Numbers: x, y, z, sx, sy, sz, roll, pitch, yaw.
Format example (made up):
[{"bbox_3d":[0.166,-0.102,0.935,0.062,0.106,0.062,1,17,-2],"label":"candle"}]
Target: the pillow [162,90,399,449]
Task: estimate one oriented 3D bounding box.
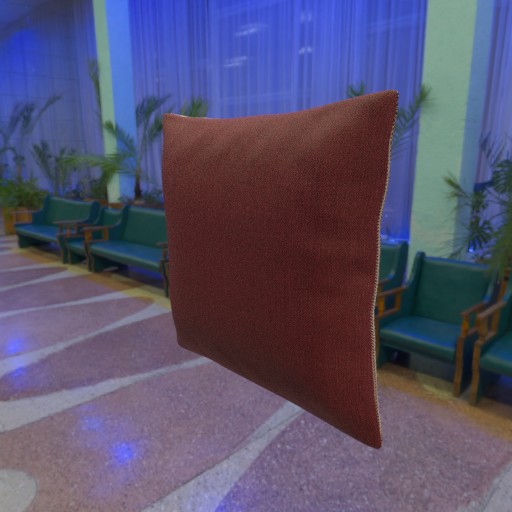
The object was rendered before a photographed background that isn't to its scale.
[{"bbox_3d":[0.000,0.000,0.764,0.166,0.497,0.513,-13,18,-43],"label":"pillow"}]
